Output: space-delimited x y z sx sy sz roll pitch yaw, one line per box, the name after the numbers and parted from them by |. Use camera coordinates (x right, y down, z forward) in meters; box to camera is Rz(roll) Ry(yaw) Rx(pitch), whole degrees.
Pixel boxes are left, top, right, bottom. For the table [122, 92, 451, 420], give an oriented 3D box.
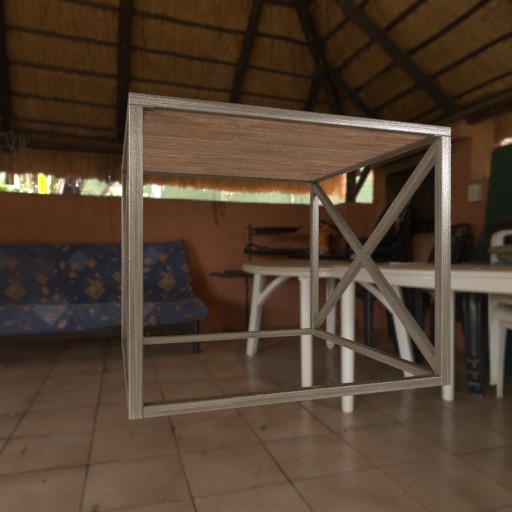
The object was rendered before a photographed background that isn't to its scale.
0.000 0.000 1.068 0.609 0.507 0.611 0 0 -18 | table
